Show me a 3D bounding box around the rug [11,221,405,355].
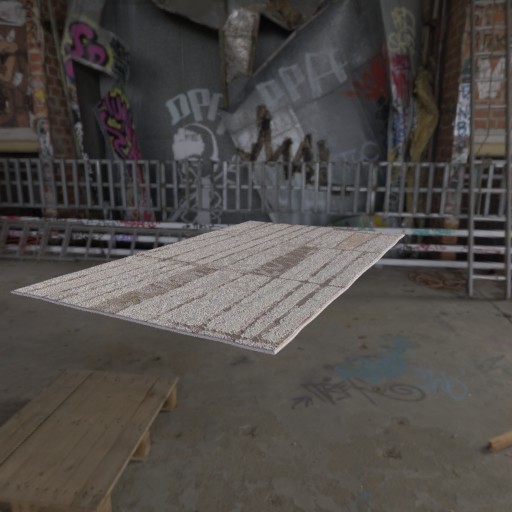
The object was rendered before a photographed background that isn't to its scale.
[{"bbox_3d":[0.000,0.000,1.027,0.515,0.007,0.867,7,16,27],"label":"rug"}]
